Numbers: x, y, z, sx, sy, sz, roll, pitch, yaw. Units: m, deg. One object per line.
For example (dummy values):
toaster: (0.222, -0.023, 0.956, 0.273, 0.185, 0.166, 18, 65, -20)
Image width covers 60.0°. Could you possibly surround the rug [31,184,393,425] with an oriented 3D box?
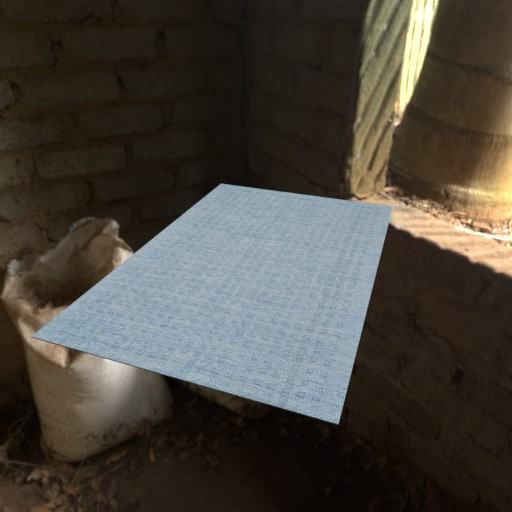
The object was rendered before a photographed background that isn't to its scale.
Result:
rug: (0.000, 0.000, 2.891, 1.522, 0.006, 2.286, 10, 31, 17)
